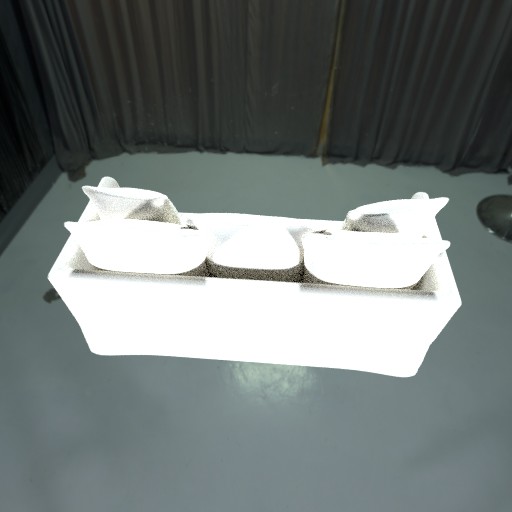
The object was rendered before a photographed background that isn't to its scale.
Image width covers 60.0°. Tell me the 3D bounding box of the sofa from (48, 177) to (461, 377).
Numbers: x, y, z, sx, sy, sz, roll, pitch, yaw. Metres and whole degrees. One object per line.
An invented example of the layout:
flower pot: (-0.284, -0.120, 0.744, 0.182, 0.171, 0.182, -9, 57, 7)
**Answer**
sofa: (0.000, 0.000, 2.914, 2.290, 1.034, 1.031, 3, 45, 3)
